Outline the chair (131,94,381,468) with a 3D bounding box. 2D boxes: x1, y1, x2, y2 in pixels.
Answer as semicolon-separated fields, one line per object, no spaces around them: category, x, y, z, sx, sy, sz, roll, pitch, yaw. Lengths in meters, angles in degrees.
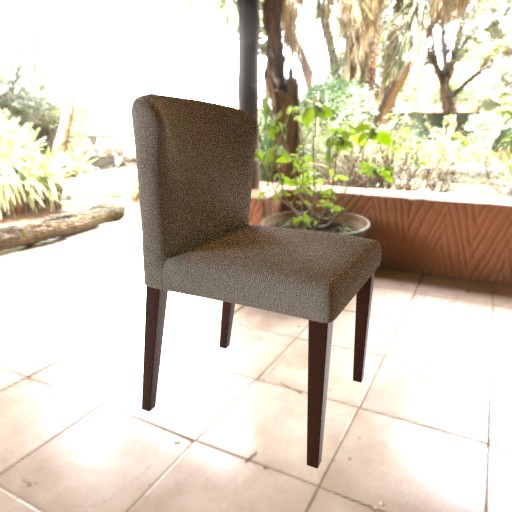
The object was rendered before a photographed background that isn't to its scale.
chair;0.000;0.000;1.205;0.589;0.839;0.491;8;17;26
